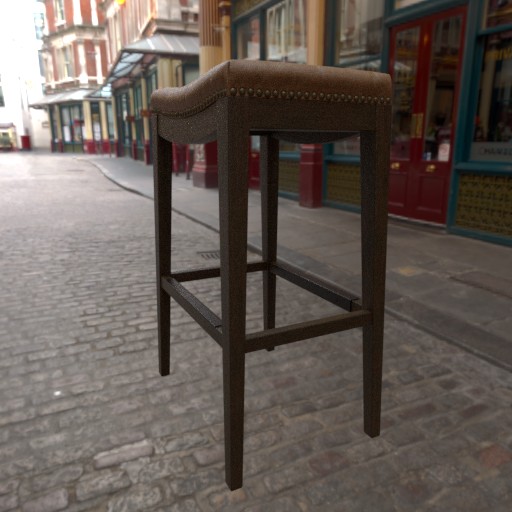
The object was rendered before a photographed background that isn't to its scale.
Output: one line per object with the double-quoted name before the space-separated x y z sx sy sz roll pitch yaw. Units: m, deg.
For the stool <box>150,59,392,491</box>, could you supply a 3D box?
"stool" 0.000 0.000 1.025 0.361 0.759 0.500 -7 16 -26
